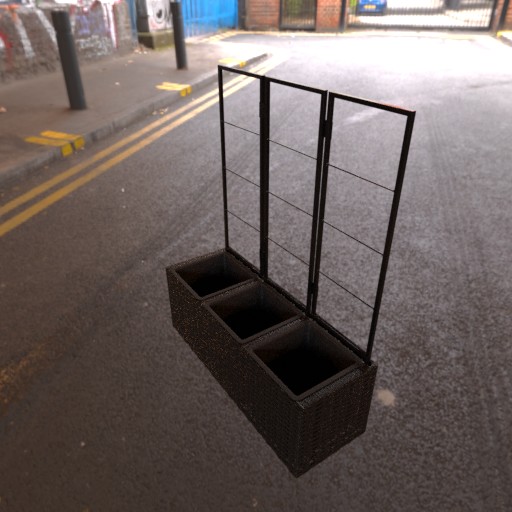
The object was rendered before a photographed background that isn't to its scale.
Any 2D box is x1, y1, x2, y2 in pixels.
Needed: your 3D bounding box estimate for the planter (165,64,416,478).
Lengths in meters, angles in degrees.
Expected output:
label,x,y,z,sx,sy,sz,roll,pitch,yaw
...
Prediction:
label,x,y,z,sx,sy,sz,roll,pitch,yaw
planter,0.000,0.000,1.164,0.244,0.841,0.698,-19,36,-29
